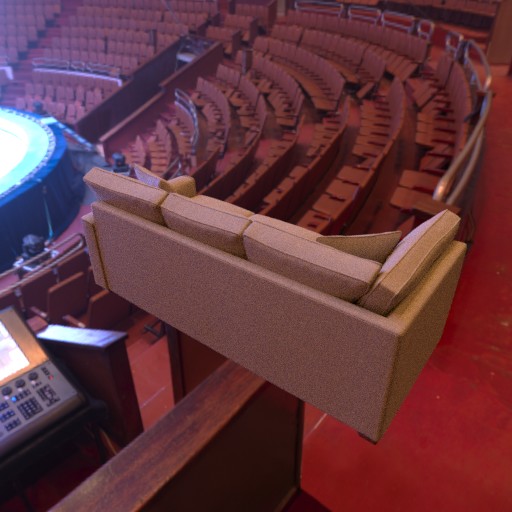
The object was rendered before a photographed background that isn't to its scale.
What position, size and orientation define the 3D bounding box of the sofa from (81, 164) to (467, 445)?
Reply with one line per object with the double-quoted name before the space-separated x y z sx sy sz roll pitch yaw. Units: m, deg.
"sofa" 0.000 0.000 2.926 2.317 0.962 1.061 22 37 32
